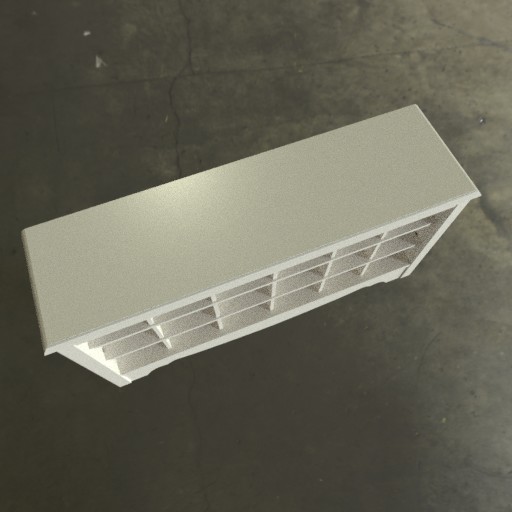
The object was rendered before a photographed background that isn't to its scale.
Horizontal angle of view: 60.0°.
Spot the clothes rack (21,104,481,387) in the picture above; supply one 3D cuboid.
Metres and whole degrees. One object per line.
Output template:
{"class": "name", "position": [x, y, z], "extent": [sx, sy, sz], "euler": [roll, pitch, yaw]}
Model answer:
{"class": "clothes rack", "position": [0.000, 0.000, 1.345], "extent": [1.120, 0.531, 0.324], "euler": [-20, 67, -9]}
